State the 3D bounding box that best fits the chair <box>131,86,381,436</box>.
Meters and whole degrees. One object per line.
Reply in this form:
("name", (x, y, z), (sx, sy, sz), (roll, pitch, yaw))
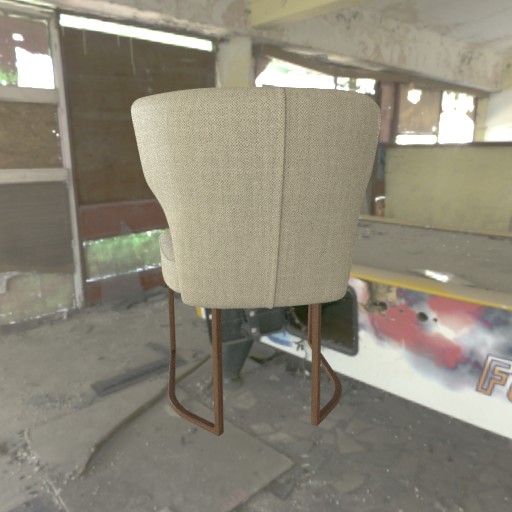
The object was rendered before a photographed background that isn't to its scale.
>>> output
("chair", (0.000, 0.000, 1.235), (0.611, 0.824, 0.617), (-2, 13, -9))
